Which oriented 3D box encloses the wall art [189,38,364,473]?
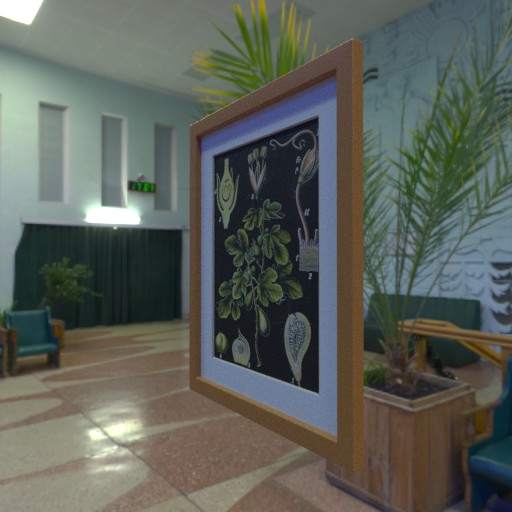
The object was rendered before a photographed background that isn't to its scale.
[{"bbox_3d":[0.000,0.000,0.752,0.022,0.553,0.452,0,-1,-36],"label":"wall art"}]
